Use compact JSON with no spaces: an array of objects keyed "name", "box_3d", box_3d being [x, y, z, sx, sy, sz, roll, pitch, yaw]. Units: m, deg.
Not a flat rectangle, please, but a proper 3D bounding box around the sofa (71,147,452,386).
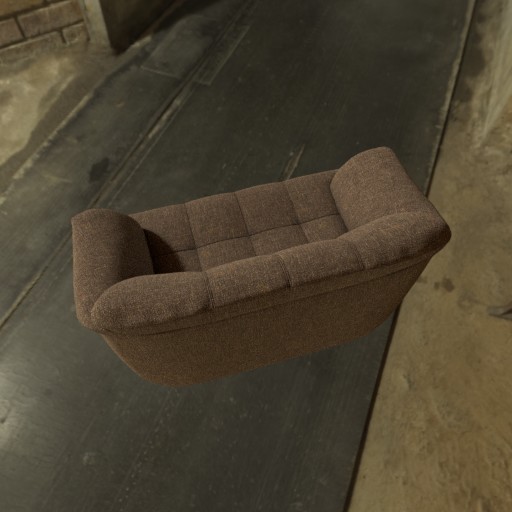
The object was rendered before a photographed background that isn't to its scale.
[{"name":"sofa","box_3d":[0.000,0.000,1.920,1.404,0.895,0.799,-14,60,-8]}]
